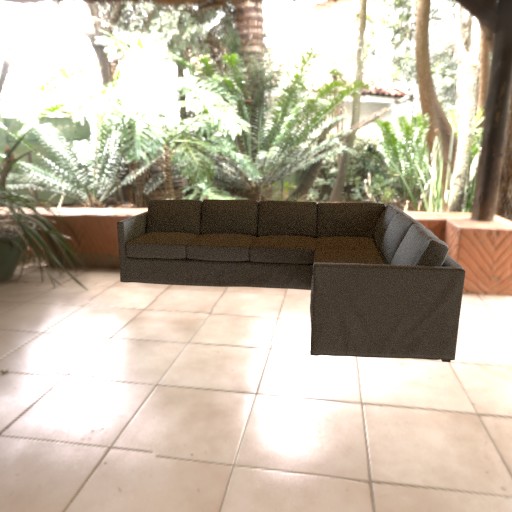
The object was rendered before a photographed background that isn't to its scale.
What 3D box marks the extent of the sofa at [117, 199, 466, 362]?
[{"bbox_3d":[0.000,0.000,4.376,3.182,0.871,2.432,2,14,8],"label":"sofa"}]
